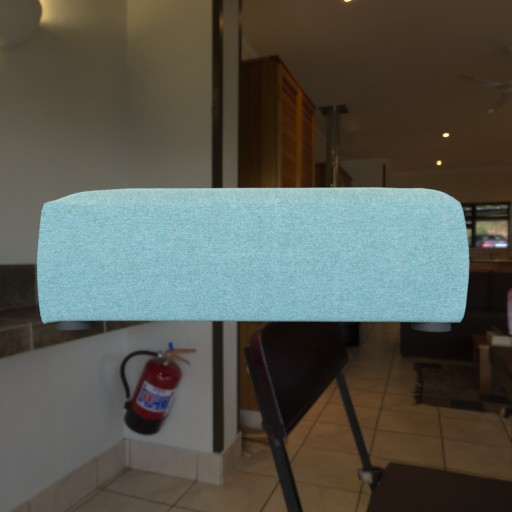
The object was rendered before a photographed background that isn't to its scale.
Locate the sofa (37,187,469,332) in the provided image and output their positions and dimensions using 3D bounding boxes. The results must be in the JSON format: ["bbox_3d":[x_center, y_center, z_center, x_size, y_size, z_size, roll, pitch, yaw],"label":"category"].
[{"bbox_3d":[0.000,0.000,1.417,0.930,0.330,0.930,0,0,1],"label":"sofa"}]
